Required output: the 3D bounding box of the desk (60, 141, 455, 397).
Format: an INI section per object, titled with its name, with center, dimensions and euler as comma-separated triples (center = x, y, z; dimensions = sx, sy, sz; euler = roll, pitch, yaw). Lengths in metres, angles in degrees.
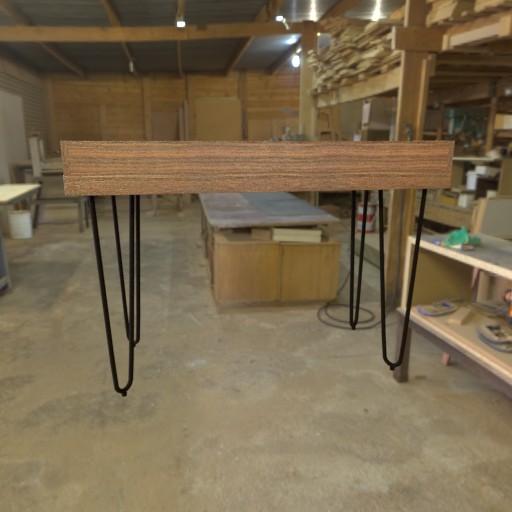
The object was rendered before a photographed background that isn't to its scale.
[desk]
center = 0.000, 0.000, 1.696
dimensions = 1.200, 0.854, 0.565
euler = -3, 15, -10
